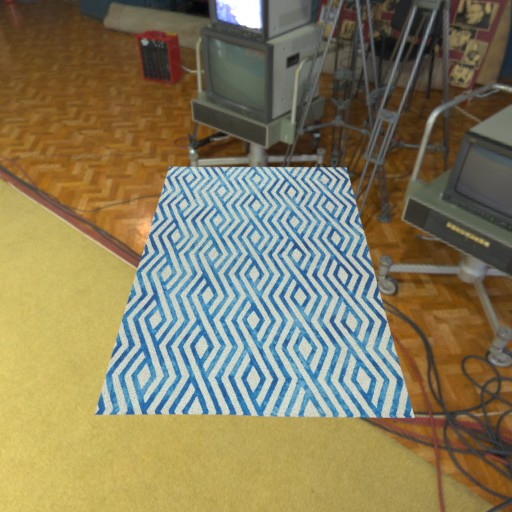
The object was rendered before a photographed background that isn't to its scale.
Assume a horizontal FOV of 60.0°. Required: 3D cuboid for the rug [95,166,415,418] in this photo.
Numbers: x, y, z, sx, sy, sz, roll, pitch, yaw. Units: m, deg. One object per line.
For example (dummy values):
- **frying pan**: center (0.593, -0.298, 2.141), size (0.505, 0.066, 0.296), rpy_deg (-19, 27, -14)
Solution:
- **rug**: center (0.000, 0.000, 2.370), size (1.225, 0.008, 1.830), rpy_deg (0, 42, 0)
